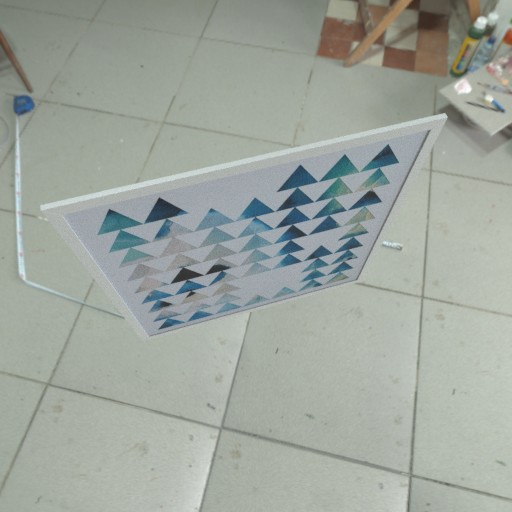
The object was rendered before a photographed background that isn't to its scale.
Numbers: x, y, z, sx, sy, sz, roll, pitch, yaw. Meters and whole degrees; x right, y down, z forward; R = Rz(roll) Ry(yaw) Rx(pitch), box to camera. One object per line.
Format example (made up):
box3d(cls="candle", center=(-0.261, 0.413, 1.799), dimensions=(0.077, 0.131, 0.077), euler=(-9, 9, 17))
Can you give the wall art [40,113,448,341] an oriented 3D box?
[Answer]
box3d(cls="wall art", center=(0.000, 0.000, 0.682), dimensions=(0.456, 0.456, 0.007), euler=(-14, 63, -7))
